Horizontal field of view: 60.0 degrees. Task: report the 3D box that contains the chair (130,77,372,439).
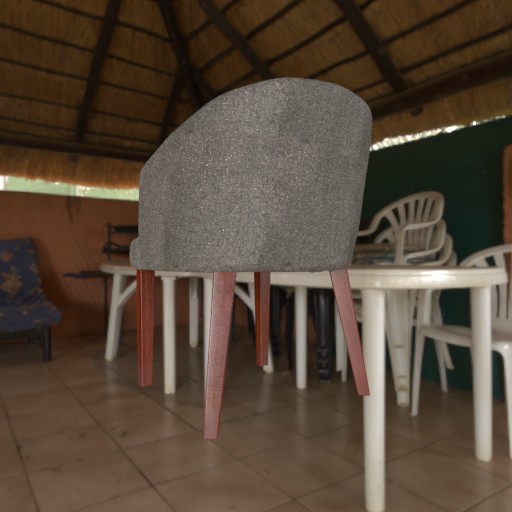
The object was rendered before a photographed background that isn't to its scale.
[{"bbox_3d":[0.000,0.000,1.288,0.583,0.811,0.655,0,0,-35],"label":"chair"}]
